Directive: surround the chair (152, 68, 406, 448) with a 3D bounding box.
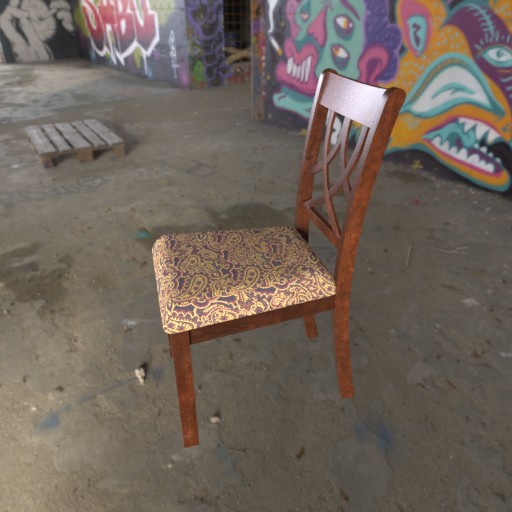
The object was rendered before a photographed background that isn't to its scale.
[{"bbox_3d":[0.000,0.000,1.302,0.584,0.965,0.457,-8,30,-13],"label":"chair"}]
